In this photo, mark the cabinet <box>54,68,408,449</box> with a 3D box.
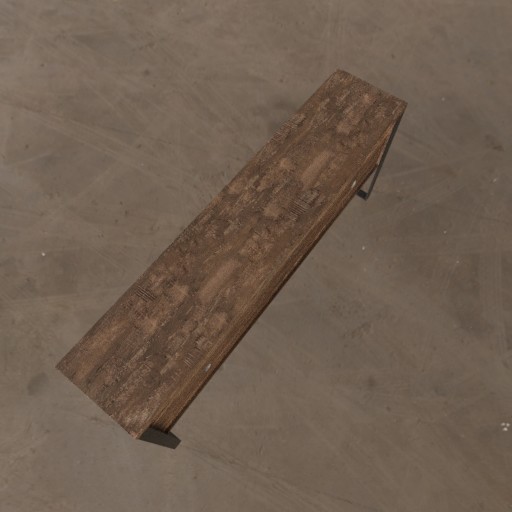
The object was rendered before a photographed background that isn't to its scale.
[{"bbox_3d":[0.000,0.000,2.123,0.395,0.762,1.800,34,69,15],"label":"cabinet"}]
